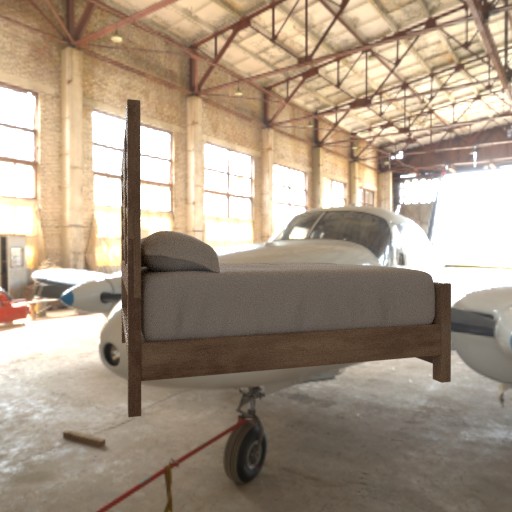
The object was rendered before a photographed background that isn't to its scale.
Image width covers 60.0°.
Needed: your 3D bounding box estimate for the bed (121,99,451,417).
[{"bbox_3d":[0.000,0.000,3.536,2.032,1.626,2.032,0,1,-18],"label":"bed"}]
